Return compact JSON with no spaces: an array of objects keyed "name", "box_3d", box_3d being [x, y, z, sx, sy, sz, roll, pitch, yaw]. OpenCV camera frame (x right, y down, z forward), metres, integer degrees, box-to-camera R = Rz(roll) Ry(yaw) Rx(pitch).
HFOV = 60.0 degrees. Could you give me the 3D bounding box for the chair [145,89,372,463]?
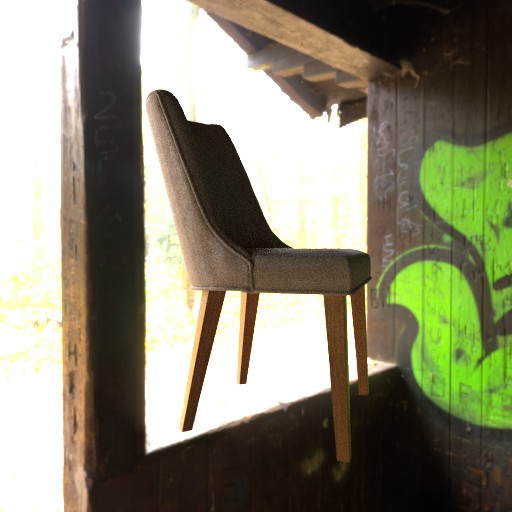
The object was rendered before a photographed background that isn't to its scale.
[{"name":"chair","box_3d":[0.000,0.000,1.326,0.636,0.916,0.548,0,1,19]}]
